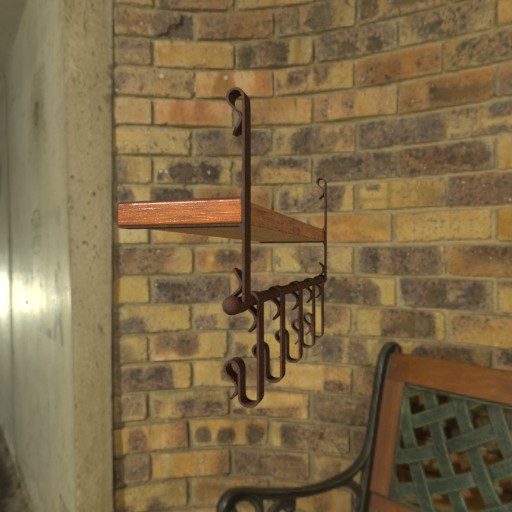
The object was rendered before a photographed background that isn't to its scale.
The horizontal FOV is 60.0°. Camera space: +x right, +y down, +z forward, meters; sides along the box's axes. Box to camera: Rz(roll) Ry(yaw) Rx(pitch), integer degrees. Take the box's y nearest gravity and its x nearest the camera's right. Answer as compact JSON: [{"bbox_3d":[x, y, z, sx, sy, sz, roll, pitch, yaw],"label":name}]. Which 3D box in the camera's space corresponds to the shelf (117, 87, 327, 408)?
[{"bbox_3d":[0.000,0.000,0.706,0.146,0.330,0.567,0,0,18],"label":"shelf"}]
